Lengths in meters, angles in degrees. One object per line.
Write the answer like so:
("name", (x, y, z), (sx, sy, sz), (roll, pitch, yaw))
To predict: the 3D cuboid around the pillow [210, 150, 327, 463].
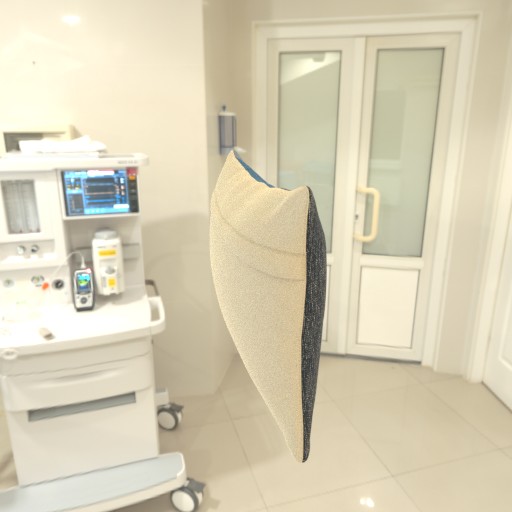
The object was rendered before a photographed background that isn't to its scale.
("pillow", (0.000, 0.000, 0.722), (0.148, 0.307, 0.604), (-3, 17, -9))
